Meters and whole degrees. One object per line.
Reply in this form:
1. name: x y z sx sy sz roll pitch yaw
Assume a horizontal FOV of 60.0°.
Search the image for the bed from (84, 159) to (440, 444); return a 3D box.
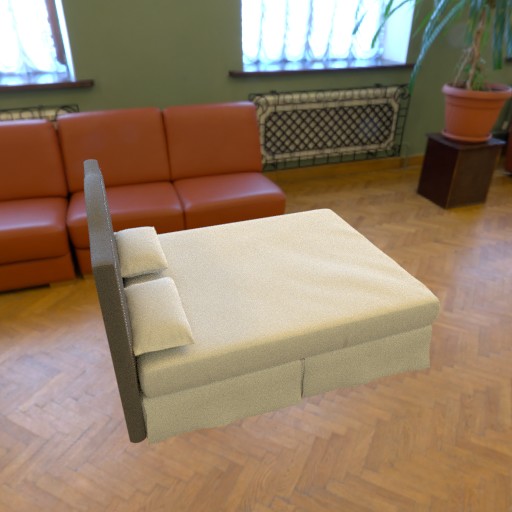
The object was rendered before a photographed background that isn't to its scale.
1. bed: 0.000 0.000 3.458 2.282 1.436 1.821 -10 32 -17
